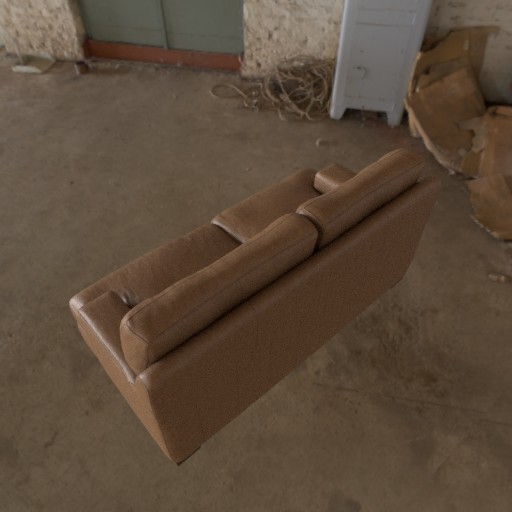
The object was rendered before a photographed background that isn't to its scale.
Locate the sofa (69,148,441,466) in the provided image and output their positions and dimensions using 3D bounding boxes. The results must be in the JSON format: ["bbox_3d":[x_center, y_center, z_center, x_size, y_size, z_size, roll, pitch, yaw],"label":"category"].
[{"bbox_3d":[0.000,0.000,2.414,1.855,0.980,0.962,-32,54,-27],"label":"sofa"}]
